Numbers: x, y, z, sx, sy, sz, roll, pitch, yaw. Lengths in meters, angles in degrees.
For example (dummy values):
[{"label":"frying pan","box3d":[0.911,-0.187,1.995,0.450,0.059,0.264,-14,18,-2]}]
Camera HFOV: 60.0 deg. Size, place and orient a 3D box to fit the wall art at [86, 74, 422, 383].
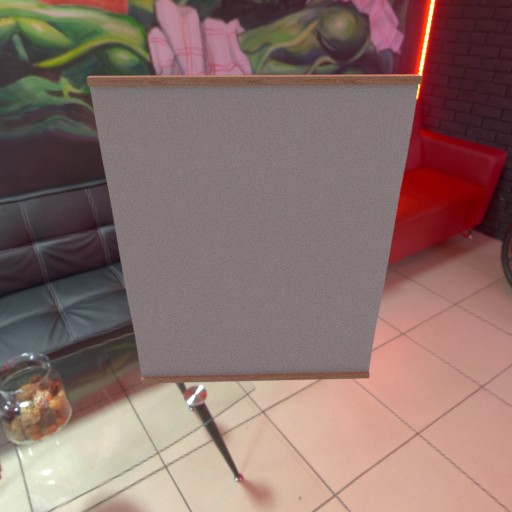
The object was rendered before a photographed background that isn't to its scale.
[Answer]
[{"label":"wall art","box3d":[0.000,0.000,0.668,0.406,0.508,0.013,-1,30,-2]}]
